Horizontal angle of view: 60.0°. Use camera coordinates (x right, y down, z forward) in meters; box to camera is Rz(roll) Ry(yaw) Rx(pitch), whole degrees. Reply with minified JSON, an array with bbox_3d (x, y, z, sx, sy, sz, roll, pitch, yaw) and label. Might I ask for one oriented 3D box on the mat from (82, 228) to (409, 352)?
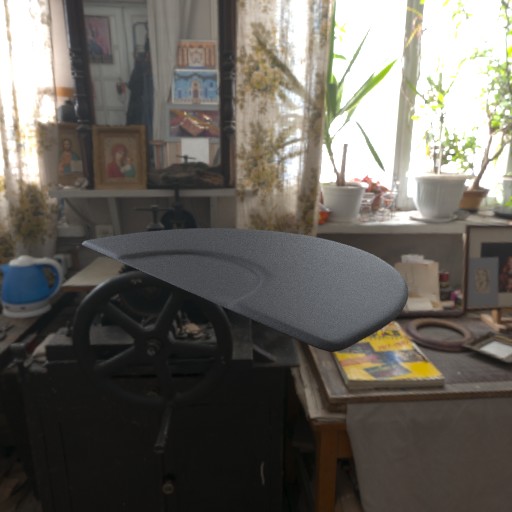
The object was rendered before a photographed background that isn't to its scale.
[{"bbox_3d":[0.000,0.000,1.895,0.917,0.022,1.525,-14,21,-41],"label":"mat"}]
